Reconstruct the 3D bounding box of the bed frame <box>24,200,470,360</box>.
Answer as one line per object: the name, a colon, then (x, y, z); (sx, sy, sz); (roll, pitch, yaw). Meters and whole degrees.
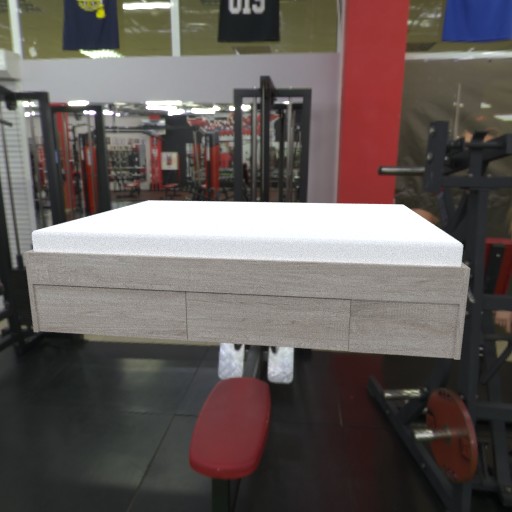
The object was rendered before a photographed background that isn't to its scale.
bed frame: (0.000, 0.000, 2.634); (1.944, 0.490, 1.448); (2, 13, 8)
